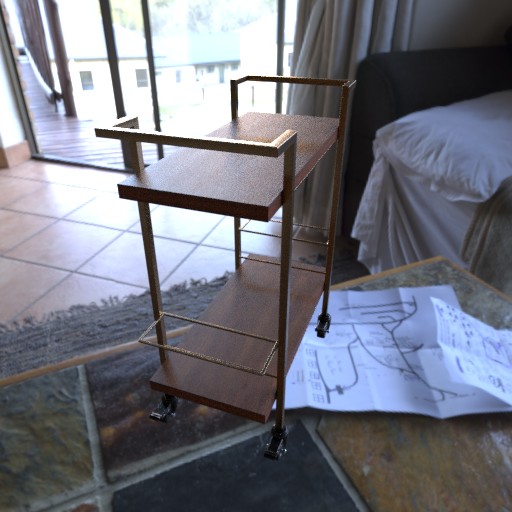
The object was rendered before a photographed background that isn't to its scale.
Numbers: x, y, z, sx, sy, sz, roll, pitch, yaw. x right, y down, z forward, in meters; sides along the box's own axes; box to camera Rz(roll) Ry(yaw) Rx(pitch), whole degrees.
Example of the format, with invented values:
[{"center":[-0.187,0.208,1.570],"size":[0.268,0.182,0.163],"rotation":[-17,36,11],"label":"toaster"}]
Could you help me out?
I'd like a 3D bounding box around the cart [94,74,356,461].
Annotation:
[{"center":[0.000,0.000,1.186],"size":[0.364,0.807,0.695],"rotation":[11,32,18],"label":"cart"}]
